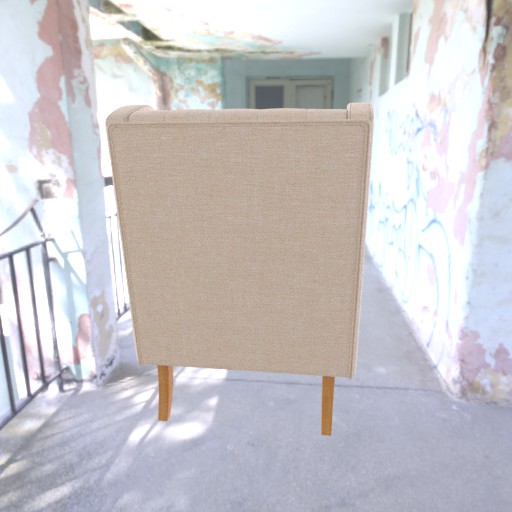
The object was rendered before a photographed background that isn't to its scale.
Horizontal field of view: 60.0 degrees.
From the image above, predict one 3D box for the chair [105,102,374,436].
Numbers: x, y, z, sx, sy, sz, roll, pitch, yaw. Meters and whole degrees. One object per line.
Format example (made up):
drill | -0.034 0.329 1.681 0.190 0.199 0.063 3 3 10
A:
chair | 0.000 0.000 1.469 0.710 0.930 0.760 2 15 8
